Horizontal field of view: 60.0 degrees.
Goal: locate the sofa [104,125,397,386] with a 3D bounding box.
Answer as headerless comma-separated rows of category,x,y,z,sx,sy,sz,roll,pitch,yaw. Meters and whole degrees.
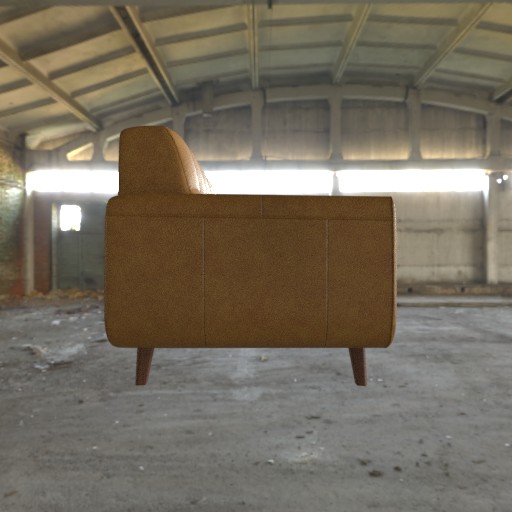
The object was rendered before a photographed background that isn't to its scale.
sofa,0.000,0.000,2.213,0.952,0.925,1.651,0,0,0
